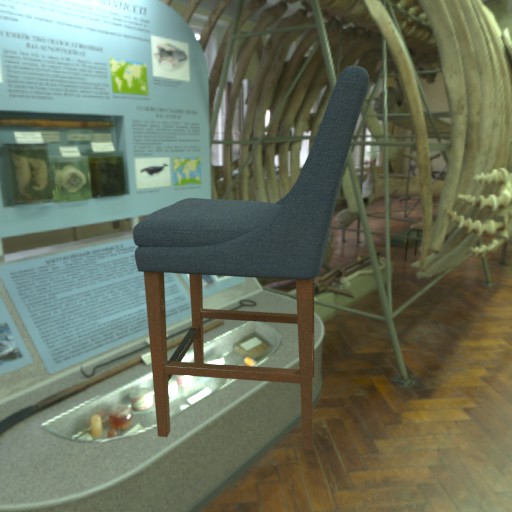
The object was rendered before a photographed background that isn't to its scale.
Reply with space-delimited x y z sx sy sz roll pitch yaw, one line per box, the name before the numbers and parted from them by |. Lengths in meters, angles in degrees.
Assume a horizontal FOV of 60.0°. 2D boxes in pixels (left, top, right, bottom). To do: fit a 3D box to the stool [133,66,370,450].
stool | 0.000 0.000 1.309 0.577 0.981 0.470 2 15 8
